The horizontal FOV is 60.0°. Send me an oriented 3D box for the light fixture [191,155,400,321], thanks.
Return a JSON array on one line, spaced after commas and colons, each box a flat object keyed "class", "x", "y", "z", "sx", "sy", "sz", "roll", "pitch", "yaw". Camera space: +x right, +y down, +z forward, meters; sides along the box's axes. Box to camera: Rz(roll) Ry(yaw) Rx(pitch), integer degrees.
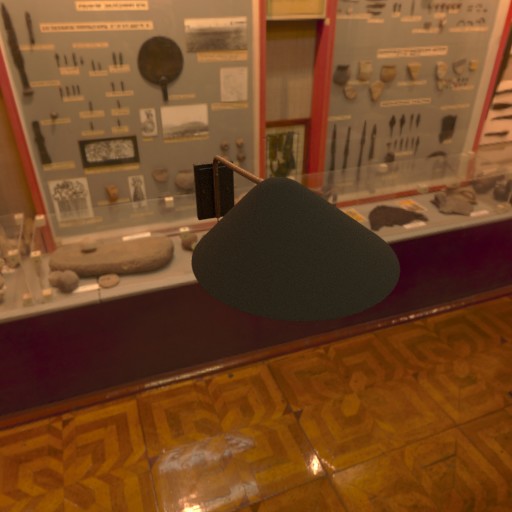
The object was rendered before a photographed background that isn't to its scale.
[{"class": "light fixture", "x": 0.000, "y": 0.000, "z": 0.674, "sx": 0.240, "sy": 0.312, "sz": 0.516, "roll": -10, "pitch": 33, "yaw": -16}]
